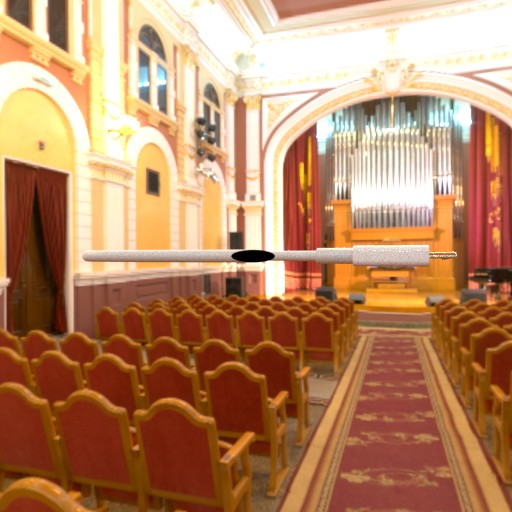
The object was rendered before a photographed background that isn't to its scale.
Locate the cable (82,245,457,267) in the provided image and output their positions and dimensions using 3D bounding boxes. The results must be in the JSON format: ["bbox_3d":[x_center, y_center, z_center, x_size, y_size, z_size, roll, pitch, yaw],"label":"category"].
[{"bbox_3d":[0.000,0.000,0.115,0.098,0.006,0.040,0,0,18],"label":"cable"}]
